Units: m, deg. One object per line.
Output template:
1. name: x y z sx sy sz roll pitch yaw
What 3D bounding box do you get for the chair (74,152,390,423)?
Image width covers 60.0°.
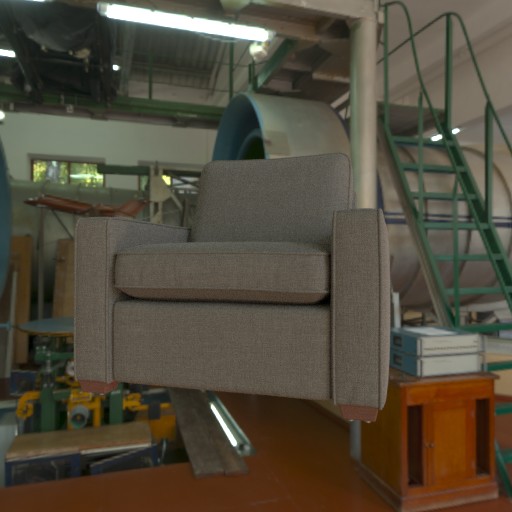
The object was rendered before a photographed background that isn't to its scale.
1. chair: 0.000 0.000 1.755 1.017 0.919 0.940 0 0 17
